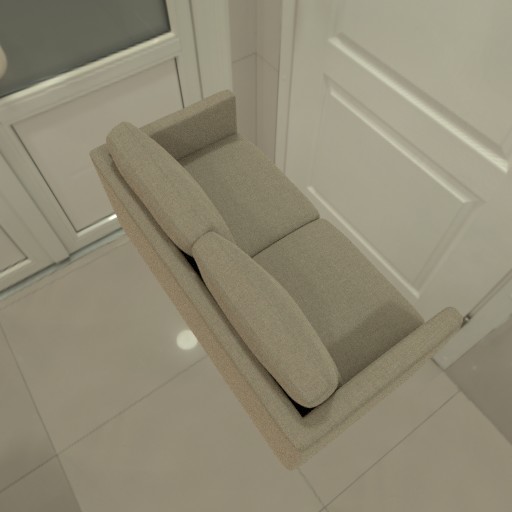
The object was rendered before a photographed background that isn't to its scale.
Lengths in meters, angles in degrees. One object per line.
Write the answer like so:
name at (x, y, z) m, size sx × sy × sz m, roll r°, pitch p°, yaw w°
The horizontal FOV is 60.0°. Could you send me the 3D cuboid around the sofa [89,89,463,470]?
sofa at (0.000, 0.000, 2.392) m, size 0.951 × 0.947 × 1.884 m, roll -31°, pitch 63°, yaw -18°
